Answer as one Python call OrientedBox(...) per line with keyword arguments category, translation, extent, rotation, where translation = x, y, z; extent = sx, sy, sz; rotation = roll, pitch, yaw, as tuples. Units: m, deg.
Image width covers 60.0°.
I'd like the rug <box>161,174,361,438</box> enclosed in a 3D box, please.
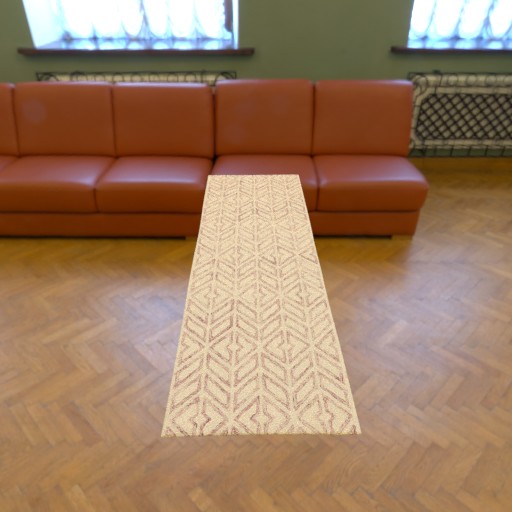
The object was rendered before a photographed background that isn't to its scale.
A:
OrientedBox(category="rug", translation=(0.000, 0.000, 2.668), extent=(0.750, 0.009, 2.435), rotation=(-1, 33, -1))
